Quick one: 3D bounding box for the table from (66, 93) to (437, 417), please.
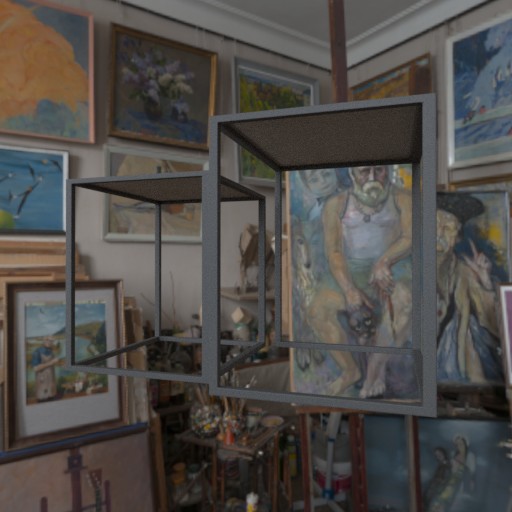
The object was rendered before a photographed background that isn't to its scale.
[{"bbox_3d":[0.000,0.000,1.096,0.788,0.540,0.508,0,0,17],"label":"table"}]
